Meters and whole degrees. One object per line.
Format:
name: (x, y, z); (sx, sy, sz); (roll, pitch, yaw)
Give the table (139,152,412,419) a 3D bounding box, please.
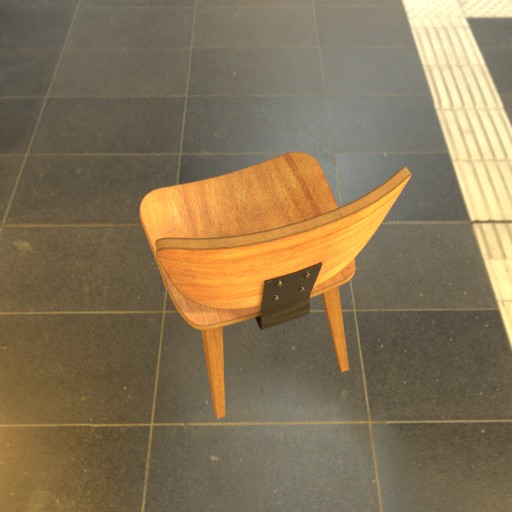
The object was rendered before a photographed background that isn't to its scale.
table: (0.000, 0.000, 1.088); (0.499, 0.805, 0.500); (-17, 61, -10)
